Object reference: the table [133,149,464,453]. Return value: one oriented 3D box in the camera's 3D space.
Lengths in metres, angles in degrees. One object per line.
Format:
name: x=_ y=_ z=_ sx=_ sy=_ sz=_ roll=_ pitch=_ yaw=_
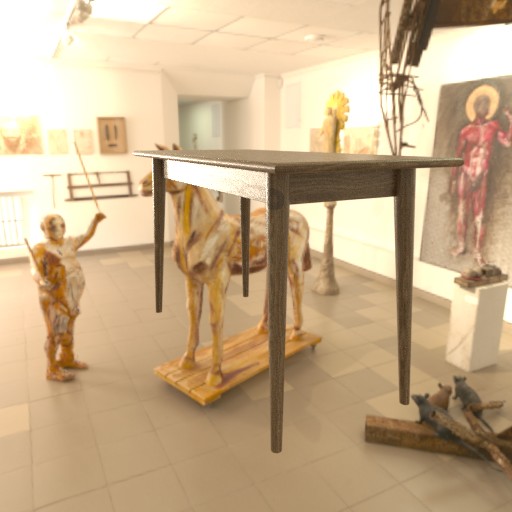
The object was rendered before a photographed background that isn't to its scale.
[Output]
table: x=0.000 y=0.000 z=1.727 sx=0.599 sy=0.780 sz=1.300 roll=-8 pitch=17 yaw=-27
